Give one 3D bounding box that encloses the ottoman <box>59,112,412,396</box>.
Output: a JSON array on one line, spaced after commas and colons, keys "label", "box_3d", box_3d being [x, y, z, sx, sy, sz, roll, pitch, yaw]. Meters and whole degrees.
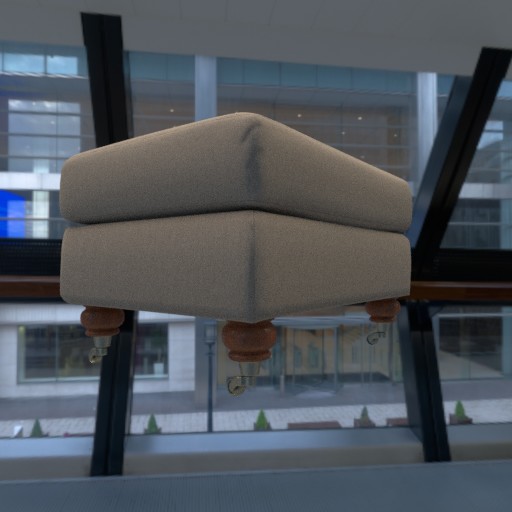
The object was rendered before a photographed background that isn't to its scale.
[{"label": "ottoman", "box_3d": [0.000, 0.000, 1.121, 0.574, 0.497, 0.773, -1, -1, 37]}]
